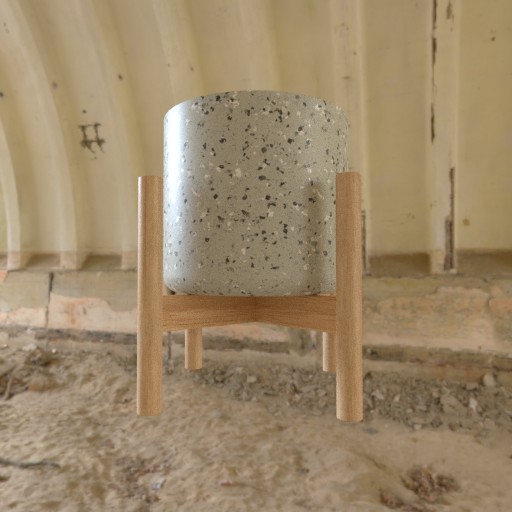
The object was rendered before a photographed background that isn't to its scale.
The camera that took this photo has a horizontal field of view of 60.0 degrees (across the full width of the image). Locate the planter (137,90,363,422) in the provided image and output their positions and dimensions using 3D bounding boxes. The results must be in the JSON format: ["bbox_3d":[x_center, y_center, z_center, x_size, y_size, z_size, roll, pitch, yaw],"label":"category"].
[{"bbox_3d":[0.000,0.000,0.542,0.284,0.320,0.284,0,-2,-18],"label":"planter"}]
